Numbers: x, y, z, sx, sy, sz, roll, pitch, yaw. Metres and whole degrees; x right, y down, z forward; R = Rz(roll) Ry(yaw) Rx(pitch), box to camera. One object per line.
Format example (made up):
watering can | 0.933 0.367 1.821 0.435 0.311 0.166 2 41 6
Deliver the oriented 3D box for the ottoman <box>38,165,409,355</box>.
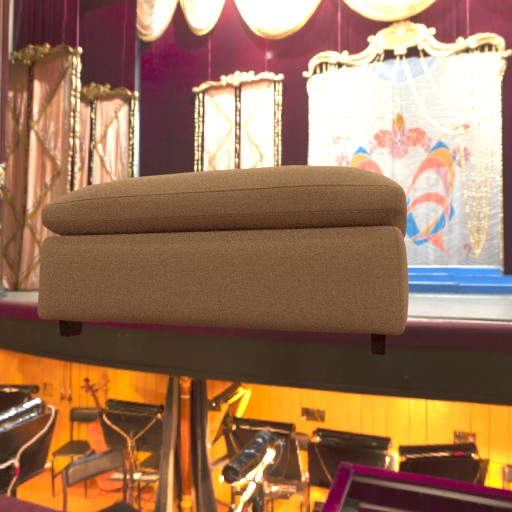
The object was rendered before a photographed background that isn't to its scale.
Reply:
ottoman | 0.000 0.000 1.505 0.977 0.467 0.996 -1 -2 18
